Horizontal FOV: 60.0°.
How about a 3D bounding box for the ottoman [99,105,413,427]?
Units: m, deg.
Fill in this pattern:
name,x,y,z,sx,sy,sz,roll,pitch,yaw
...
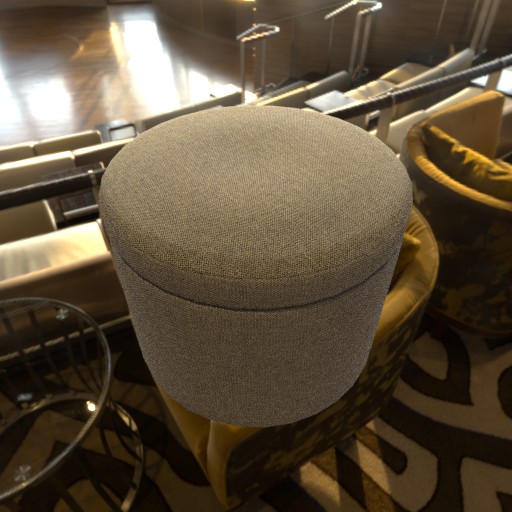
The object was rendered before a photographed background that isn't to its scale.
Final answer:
name,x,y,z,sx,sy,sz,roll,pitch,yaw
ottoman,0.000,0.000,0.848,0.500,0.419,0.500,0,43,0
